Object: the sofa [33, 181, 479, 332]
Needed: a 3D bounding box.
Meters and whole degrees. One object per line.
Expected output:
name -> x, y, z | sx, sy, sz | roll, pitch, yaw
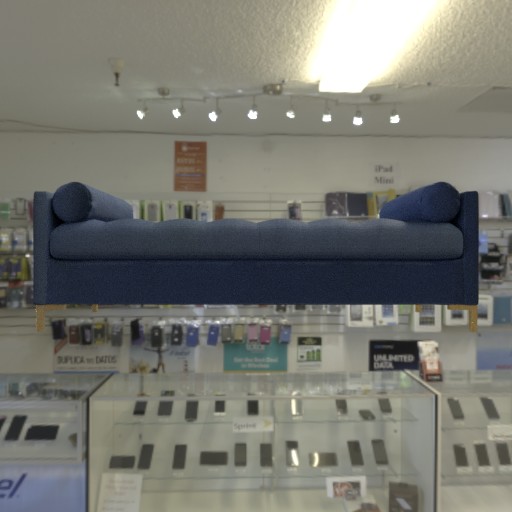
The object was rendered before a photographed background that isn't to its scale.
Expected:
sofa -> 0.000, 0.000, 2.432 | 2.102, 0.705, 0.796 | 0, 0, 0
